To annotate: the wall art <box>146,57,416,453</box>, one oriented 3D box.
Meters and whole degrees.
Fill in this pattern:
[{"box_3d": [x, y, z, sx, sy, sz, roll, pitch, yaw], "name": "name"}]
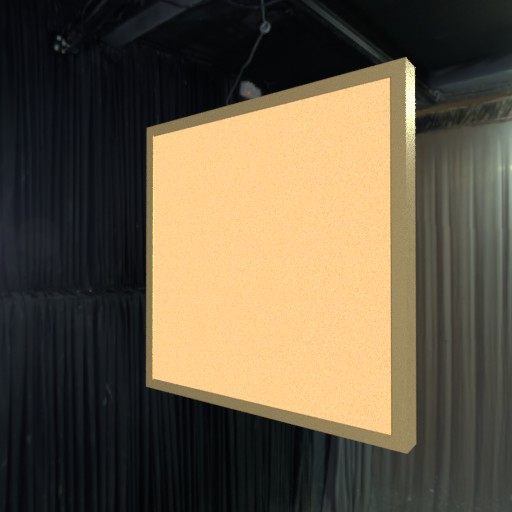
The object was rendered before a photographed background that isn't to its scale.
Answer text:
[{"box_3d": [0.000, 0.000, 1.856, 1.284, 1.284, 0.095, 0, -1, 37], "name": "wall art"}]
